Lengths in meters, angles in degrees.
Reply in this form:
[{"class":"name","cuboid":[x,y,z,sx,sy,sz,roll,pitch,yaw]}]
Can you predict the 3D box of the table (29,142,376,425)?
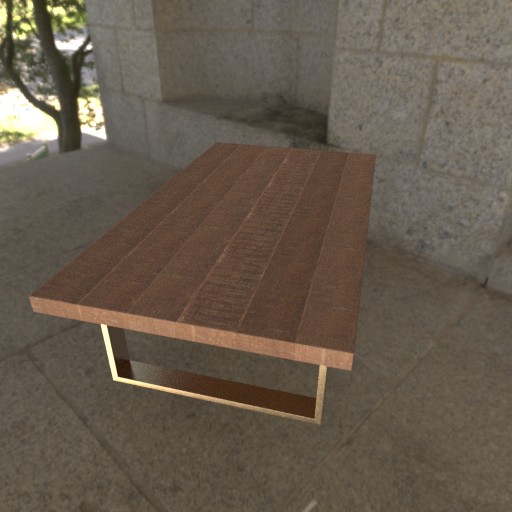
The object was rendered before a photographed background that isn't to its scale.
[{"class":"table","cuboid":[0.000,0.000,1.710,0.800,0.440,1.400,8,31,13]}]
